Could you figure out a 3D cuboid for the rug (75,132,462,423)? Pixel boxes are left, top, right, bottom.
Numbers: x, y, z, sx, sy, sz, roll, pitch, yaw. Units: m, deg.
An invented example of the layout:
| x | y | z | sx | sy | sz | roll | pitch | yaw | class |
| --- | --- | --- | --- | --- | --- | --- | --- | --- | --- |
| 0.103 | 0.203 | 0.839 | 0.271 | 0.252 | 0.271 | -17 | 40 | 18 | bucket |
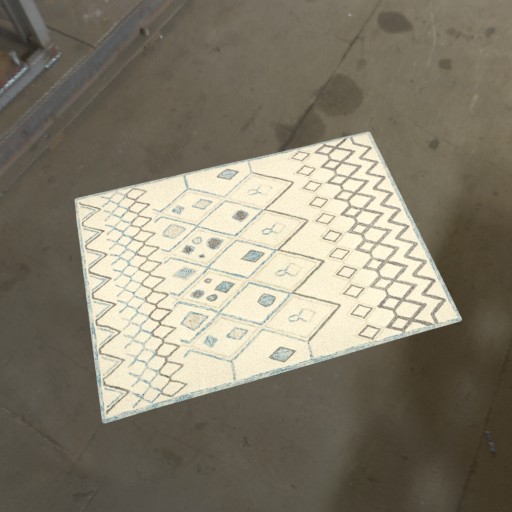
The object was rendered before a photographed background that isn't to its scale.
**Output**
| x | y | z | sx | sy | sz | roll | pitch | yaw | class |
| --- | --- | --- | --- | --- | --- | --- | --- | --- | --- |
| 0.000 | 0.000 | 2.399 | 1.820 | 0.009 | 1.260 | -14 | 66 | -7 | rug |
